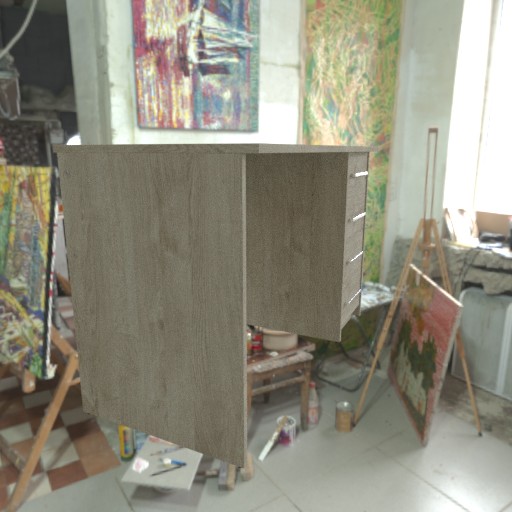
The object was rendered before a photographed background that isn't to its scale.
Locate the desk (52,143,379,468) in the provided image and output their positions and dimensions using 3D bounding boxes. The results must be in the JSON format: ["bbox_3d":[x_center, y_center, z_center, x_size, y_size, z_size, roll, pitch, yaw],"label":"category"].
[{"bbox_3d":[0.000,0.000,1.515,0.560,0.730,1.096,7,15,26],"label":"desk"}]
